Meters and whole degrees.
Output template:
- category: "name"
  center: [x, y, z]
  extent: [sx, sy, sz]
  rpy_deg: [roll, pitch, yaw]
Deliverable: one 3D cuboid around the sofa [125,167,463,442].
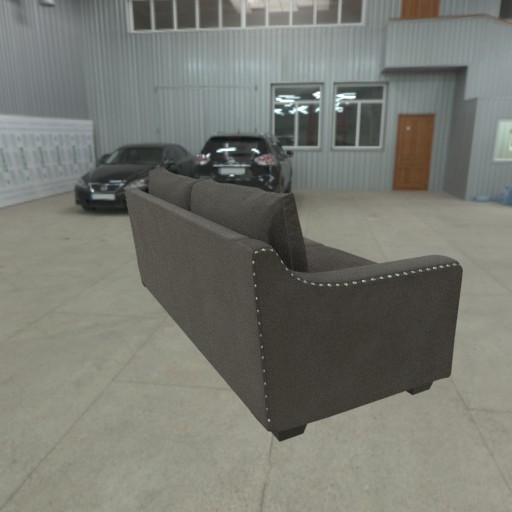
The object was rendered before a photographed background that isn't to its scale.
- category: "sofa"
  center: [0.000, 0.000, 3.258]
  extent: [1.336, 1.196, 2.550]
  rpy_deg: [-8, 17, -26]
